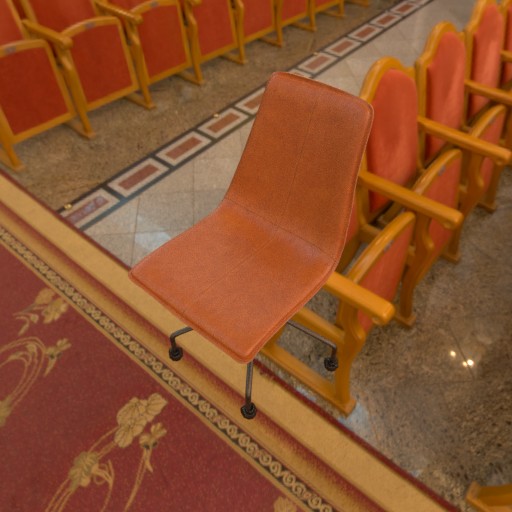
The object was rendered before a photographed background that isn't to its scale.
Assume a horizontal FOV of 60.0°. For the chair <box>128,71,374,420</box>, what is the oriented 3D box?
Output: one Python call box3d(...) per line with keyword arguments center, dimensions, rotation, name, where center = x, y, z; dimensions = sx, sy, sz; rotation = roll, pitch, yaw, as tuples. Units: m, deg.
box3d(center=(0.000, 0.000, 1.404), dimensions=(0.651, 0.920, 0.660), rotation=(31, 53, 27), name="chair")
